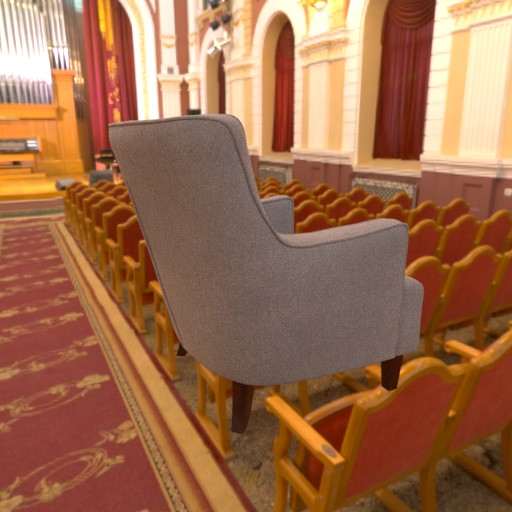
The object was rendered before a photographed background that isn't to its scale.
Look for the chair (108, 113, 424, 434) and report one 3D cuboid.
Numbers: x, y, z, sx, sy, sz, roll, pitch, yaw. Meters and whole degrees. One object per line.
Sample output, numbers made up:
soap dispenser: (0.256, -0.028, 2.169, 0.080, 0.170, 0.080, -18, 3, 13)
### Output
chair: (0.000, 0.000, 1.561, 0.910, 0.919, 0.781, -8, 17, -26)
